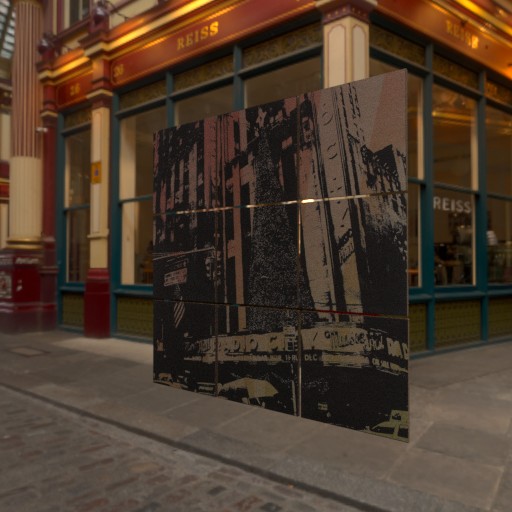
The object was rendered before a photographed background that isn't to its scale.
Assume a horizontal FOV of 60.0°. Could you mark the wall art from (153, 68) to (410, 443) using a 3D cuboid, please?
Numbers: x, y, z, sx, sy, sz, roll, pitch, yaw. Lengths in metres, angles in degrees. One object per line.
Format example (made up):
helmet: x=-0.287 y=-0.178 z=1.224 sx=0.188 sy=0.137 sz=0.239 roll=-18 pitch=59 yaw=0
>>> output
wall art: x=0.000 y=0.000 z=2.249 sx=1.527 sy=1.521 sz=0.017 roll=0 pitch=-1 yaw=36
